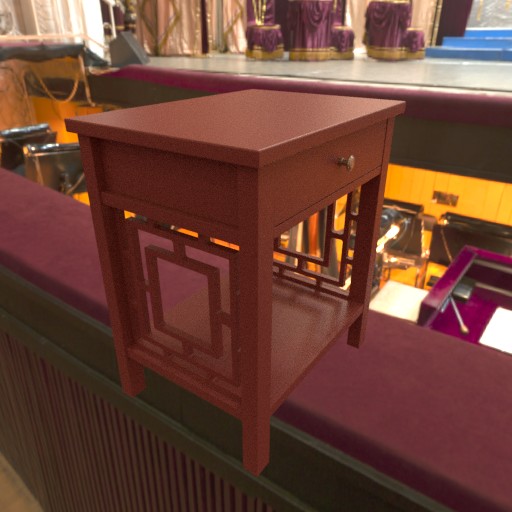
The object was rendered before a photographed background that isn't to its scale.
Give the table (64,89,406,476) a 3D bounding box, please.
[{"bbox_3d":[0.000,0.000,1.079,0.451,0.686,0.599,18,32,31],"label":"table"}]
